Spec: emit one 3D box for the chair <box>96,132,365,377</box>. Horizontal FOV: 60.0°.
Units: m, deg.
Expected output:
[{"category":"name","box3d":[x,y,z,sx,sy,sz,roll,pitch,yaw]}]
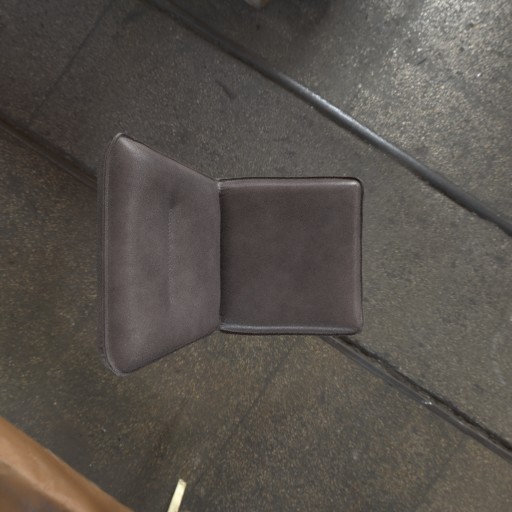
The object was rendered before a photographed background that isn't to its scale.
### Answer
[{"category":"chair","box3d":[0.000,0.000,1.373,0.688,0.932,0.515,0,90,-1]}]
